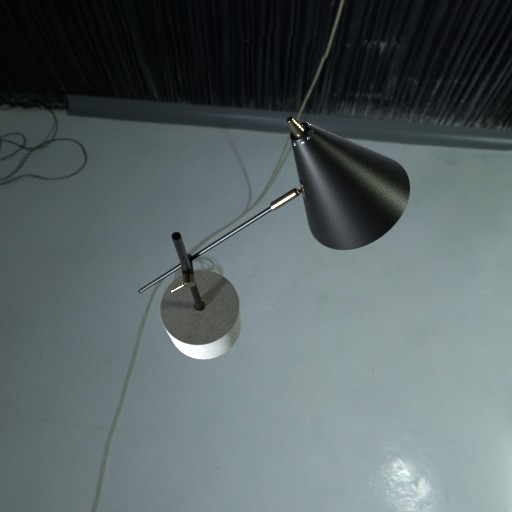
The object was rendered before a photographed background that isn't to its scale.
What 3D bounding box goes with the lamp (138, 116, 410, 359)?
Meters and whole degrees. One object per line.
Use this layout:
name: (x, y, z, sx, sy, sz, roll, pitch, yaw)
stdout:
lamp: (0.000, 0.000, 0.712, 0.403, 0.518, 0.214, 1, 64, 0)
